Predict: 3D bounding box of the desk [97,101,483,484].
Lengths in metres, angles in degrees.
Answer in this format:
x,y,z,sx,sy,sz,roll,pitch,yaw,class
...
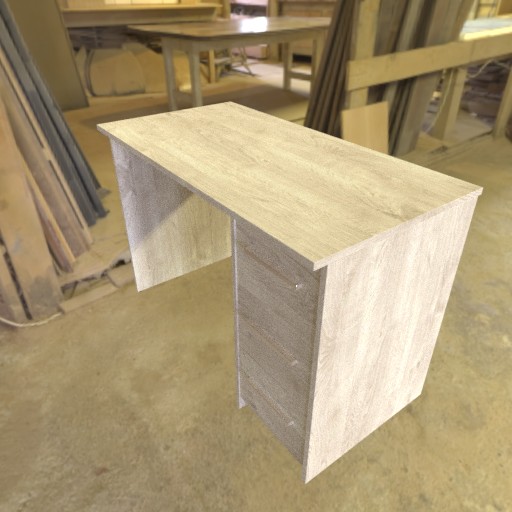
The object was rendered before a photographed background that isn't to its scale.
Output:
x,y,z,sx,sy,sz,roll,pitch,yaw,class
0.000,0.000,1.502,0.560,0.735,1.097,-22,38,-30,desk
